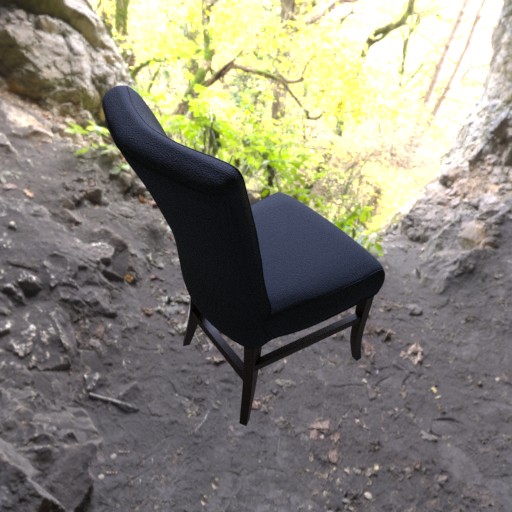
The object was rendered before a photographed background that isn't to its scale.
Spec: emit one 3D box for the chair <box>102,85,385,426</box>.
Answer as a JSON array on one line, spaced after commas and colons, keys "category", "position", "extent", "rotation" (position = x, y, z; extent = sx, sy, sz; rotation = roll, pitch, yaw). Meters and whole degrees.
[{"category": "chair", "position": [0.000, 0.000, 1.337], "extent": [0.660, 0.991, 0.520], "rotation": [-26, 48, -26]}]
